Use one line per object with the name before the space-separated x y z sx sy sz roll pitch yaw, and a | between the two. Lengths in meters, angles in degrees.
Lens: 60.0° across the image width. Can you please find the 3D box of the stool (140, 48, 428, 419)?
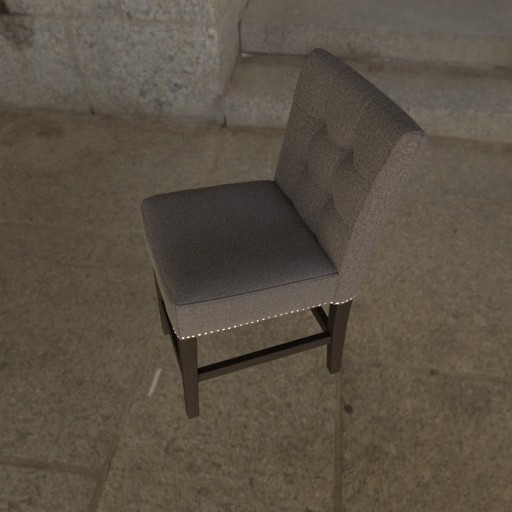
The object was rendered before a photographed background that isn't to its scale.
stool | 0.000 0.000 1.199 0.571 0.885 0.427 -16 49 -14
